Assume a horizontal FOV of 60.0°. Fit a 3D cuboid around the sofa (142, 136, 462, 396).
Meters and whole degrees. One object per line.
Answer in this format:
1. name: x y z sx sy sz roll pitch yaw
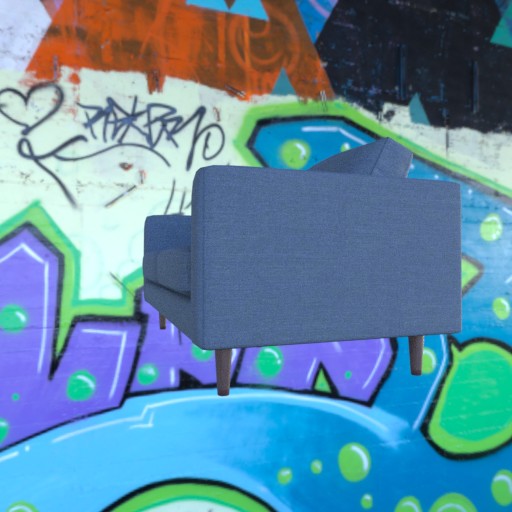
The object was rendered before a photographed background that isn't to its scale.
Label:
1. sofa: 0.000 0.000 2.218 0.999 0.907 1.659 0 -1 -19
